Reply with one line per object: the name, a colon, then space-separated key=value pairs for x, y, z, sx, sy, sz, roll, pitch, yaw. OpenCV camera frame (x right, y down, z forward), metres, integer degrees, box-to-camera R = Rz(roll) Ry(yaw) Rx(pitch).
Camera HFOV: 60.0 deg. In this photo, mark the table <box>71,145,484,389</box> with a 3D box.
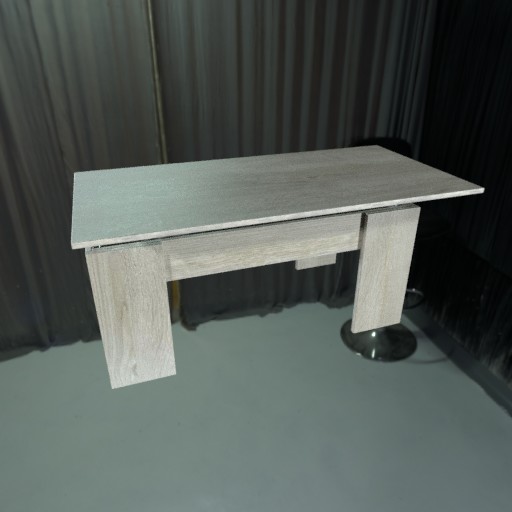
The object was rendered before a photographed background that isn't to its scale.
table: x=0.000 y=0.000 z=1.424 sx=1.000 sy=0.570 sz=0.711 roll=-9 pitch=29 yaw=-17
